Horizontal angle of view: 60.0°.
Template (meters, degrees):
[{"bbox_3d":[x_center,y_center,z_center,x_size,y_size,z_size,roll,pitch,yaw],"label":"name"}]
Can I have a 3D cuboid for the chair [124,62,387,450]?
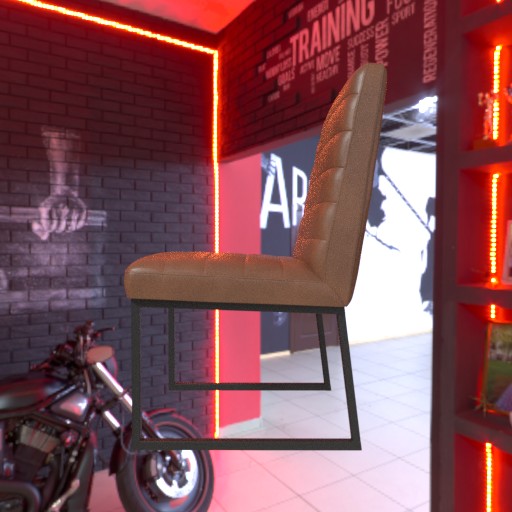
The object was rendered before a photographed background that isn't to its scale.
[{"bbox_3d":[0.000,0.000,1.291,0.634,0.930,0.520,0,1,0],"label":"chair"}]
